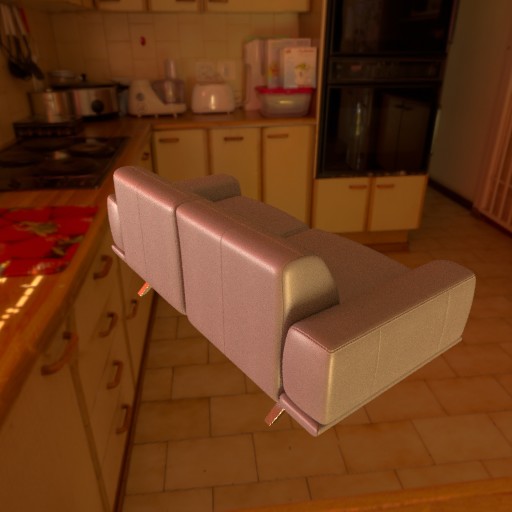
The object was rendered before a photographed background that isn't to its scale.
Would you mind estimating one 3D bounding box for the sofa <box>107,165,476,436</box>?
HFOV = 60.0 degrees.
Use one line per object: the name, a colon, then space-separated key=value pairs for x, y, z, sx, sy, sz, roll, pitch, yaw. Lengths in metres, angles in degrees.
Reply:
sofa: x=0.000 y=0.000 z=2.309 sx=0.900 sy=0.772 sz=1.901 roll=-18 pitch=31 yaw=-33
